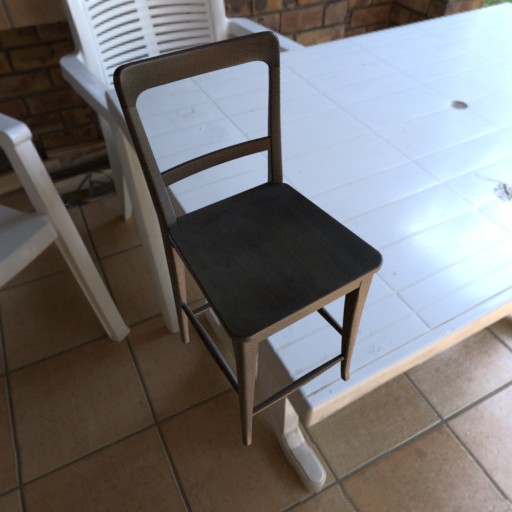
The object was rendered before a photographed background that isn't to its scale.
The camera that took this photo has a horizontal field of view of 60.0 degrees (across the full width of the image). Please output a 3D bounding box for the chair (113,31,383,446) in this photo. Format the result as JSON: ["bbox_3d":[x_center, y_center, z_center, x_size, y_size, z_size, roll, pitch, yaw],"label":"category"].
[{"bbox_3d":[0.000,0.000,1.253,0.450,0.991,0.546,-25,51,-22],"label":"chair"}]
